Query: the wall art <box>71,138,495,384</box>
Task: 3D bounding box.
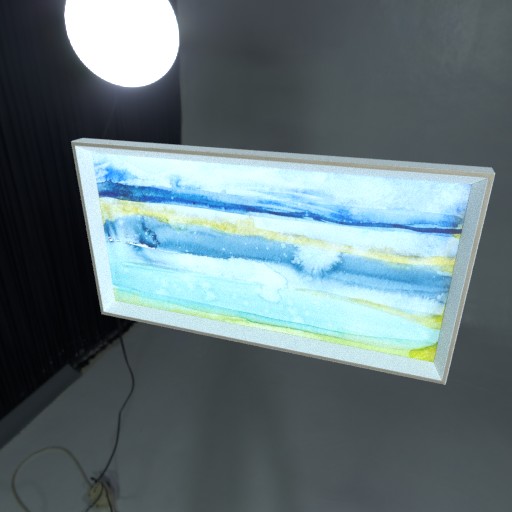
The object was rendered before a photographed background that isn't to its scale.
[{"bbox_3d":[0.000,0.000,0.928,0.812,0.431,0.038,8,27,17],"label":"wall art"}]
